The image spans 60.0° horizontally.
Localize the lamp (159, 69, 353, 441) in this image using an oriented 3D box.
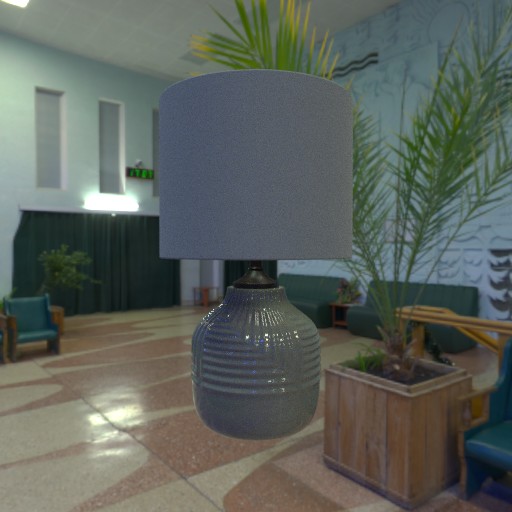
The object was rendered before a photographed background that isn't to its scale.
[{"bbox_3d":[0.000,0.000,0.747,0.318,0.567,0.318,0,1,0],"label":"lamp"}]
